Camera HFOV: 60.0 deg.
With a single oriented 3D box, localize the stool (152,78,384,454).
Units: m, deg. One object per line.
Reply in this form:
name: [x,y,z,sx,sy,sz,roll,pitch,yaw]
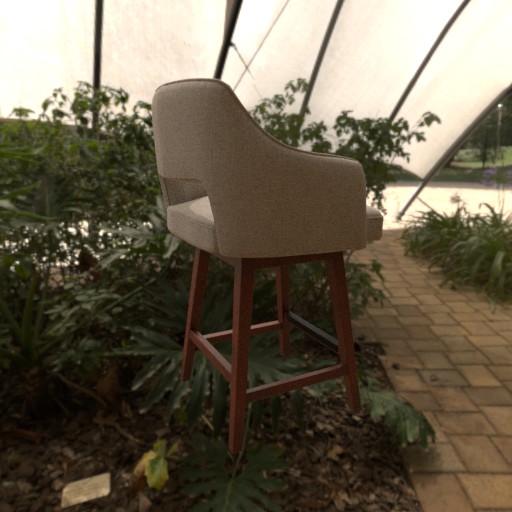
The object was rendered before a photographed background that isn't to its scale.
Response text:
stool: [0.000,0.000,1.339,0.558,0.944,0.599,-7,15,-27]
